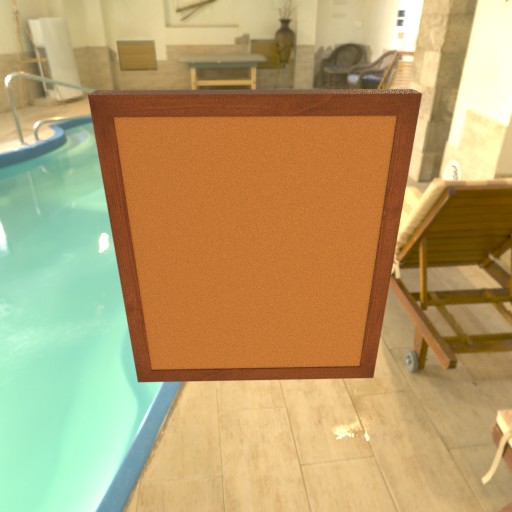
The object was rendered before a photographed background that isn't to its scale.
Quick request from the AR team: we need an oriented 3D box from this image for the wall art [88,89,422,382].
[{"bbox_3d":[0.000,0.000,0.542,0.330,0.381,0.030,-1,29,-1],"label":"wall art"}]
